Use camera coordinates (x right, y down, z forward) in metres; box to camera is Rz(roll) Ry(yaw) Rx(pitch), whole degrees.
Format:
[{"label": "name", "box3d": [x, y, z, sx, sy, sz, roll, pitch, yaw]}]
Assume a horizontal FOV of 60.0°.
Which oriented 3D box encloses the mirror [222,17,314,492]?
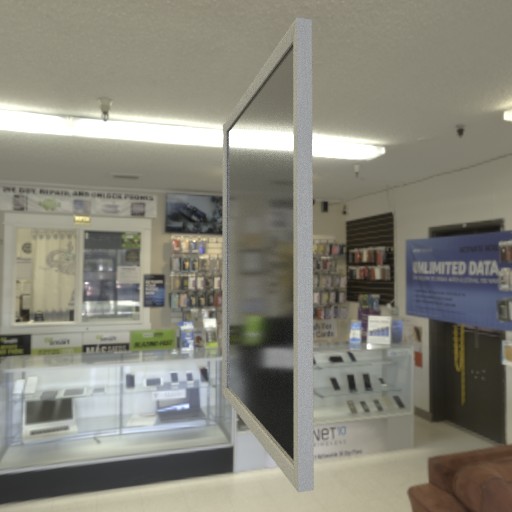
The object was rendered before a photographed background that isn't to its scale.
[{"label": "mirror", "box3d": [0.000, 0.000, 1.317, 0.040, 1.016, 0.762, 0, -2, -16]}]
